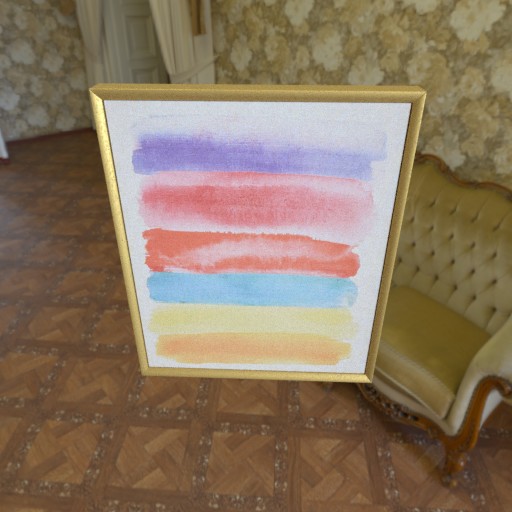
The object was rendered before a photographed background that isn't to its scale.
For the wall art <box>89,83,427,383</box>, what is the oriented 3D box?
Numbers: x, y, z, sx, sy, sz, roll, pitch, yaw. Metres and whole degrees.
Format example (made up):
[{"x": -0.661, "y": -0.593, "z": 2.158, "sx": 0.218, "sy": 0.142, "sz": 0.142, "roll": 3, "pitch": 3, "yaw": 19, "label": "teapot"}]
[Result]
[{"x": 0.000, "y": 0.000, "z": 0.888, "sx": 0.537, "sy": 0.642, "sz": 0.048, "roll": 1, "pitch": 31, "yaw": 2, "label": "wall art"}]
